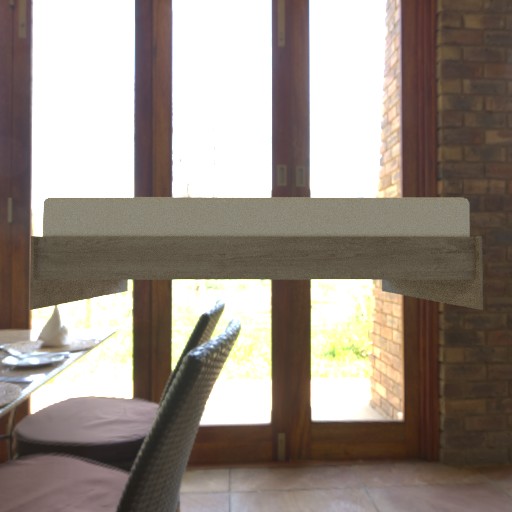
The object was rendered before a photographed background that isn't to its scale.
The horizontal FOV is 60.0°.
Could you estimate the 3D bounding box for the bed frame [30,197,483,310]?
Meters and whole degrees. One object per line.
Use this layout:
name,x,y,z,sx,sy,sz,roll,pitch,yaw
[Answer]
bed frame,0.000,0.000,2.631,1.945,0.497,1.445,0,-1,0
